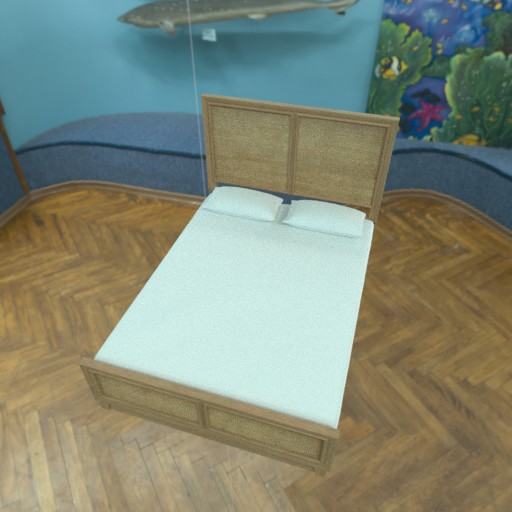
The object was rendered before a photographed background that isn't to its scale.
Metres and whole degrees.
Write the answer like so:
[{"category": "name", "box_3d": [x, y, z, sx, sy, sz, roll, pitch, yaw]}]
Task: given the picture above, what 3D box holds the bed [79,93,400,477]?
[{"category": "bed", "box_3d": [0.000, 0.000, 3.217, 1.606, 1.387, 2.184, 12, 43, 13]}]
